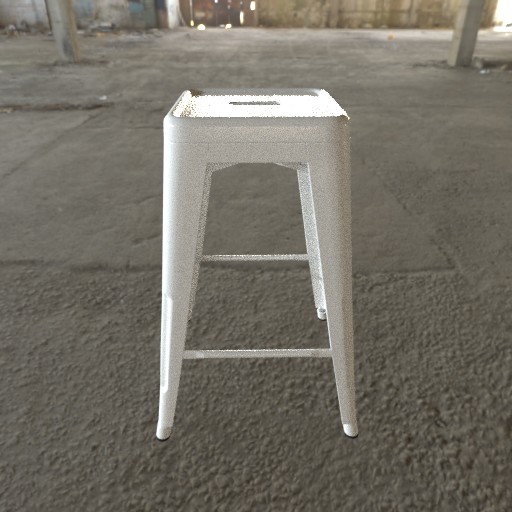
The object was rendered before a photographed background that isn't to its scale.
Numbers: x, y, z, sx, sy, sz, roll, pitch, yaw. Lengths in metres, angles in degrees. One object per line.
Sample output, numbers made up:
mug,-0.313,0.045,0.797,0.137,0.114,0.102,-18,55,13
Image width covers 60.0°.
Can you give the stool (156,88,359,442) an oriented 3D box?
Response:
stool,0.000,0.000,0.905,0.406,0.610,0.406,-1,29,-1
